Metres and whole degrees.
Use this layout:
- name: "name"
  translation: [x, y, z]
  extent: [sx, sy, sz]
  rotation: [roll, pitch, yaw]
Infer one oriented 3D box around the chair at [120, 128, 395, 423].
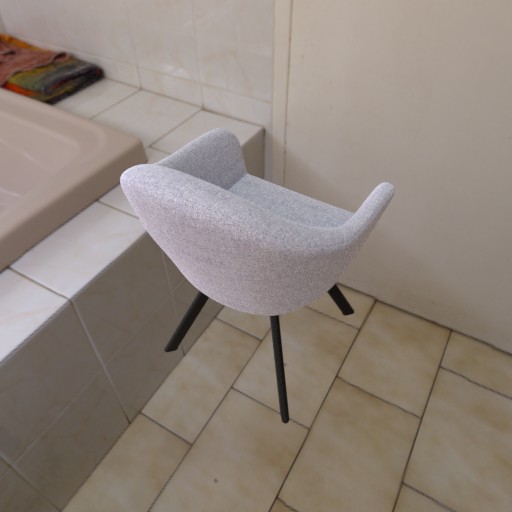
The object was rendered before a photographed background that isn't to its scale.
- name: "chair"
  translation: [0.000, 0.000, 1.193]
  extent: [0.540, 0.780, 0.570]
  rotation: [24, 50, 22]
